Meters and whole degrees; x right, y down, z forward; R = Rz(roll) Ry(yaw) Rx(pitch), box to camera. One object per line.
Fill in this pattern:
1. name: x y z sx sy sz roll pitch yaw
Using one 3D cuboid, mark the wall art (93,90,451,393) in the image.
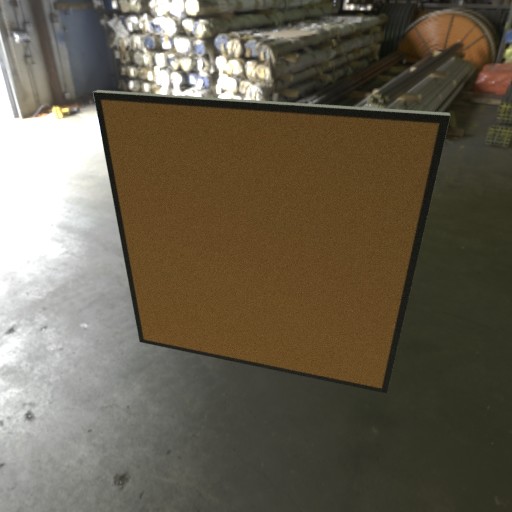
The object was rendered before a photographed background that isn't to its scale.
1. wall art: 0.000 0.000 1.190 0.805 0.803 0.022 8 33 13
